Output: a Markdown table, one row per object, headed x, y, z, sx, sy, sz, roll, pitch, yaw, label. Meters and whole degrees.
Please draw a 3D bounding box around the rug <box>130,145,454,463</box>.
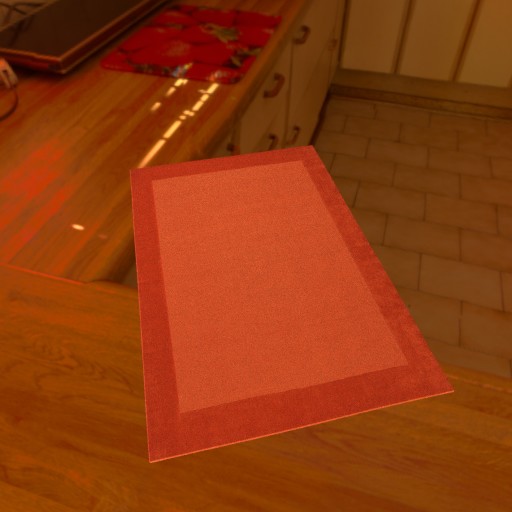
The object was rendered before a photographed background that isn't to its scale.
| x | y | z | sx | sy | sz | roll | pitch | yaw | label |
| --- | --- | --- | --- | --- | --- | --- | --- | --- | --- |
| 0.000 | 0.000 | 2.306 | 1.219 | 0.014 | 1.829 | -10 | 47 | -9 | rug |
